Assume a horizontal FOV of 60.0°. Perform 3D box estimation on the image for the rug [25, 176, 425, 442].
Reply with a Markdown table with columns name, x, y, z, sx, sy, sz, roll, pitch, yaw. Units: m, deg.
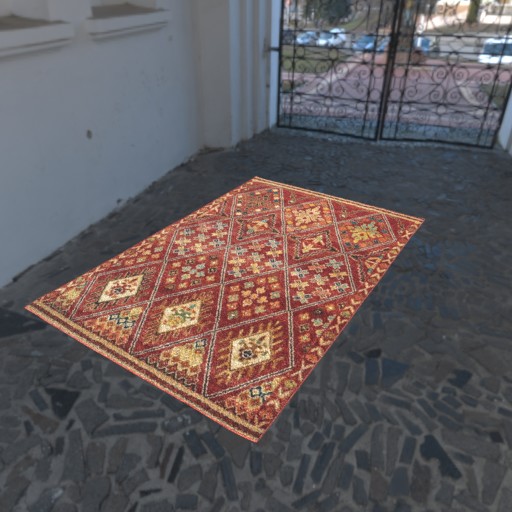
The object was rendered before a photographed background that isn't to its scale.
| name | x | y | z | sx | sy | sz | roll | pitch | yaw |
| --- | --- | --- | --- | --- | --- | --- | --- | --- | --- |
| rug | 0.000 | 0.000 | 2.860 | 1.521 | 0.026 | 2.286 | 19 | 37 | 28 |
